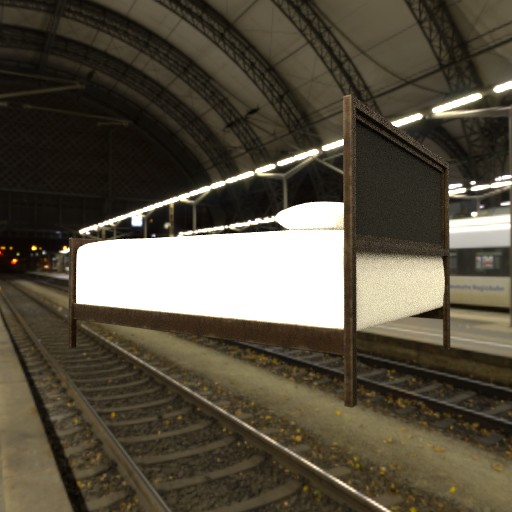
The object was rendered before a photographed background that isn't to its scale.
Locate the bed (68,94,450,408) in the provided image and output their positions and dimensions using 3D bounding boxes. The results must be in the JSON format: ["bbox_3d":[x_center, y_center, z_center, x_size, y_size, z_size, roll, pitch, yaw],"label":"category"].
[{"bbox_3d":[0.000,0.000,3.164,2.221,1.313,1.607,-1,-1,37],"label":"bed"}]
